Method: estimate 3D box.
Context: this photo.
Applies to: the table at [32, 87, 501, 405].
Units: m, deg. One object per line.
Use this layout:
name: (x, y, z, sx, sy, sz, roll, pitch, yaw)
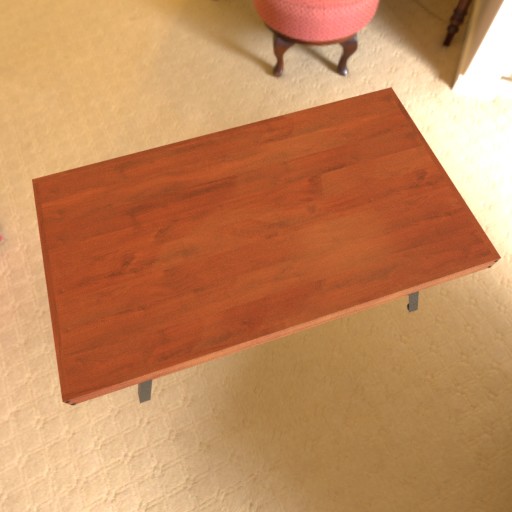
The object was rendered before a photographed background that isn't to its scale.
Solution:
table: (0.000, 0.000, 1.344, 1.067, 0.457, 0.610, -17, 65, -8)
